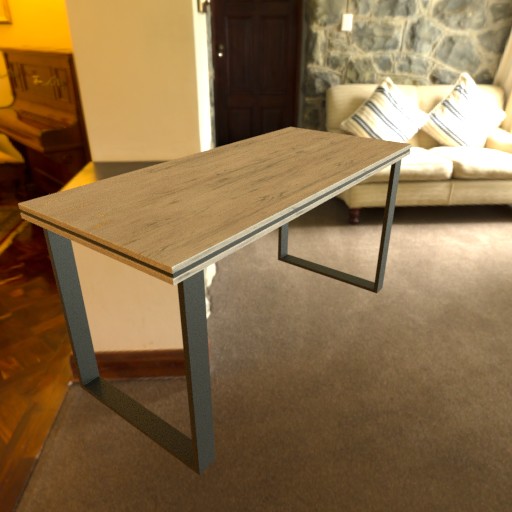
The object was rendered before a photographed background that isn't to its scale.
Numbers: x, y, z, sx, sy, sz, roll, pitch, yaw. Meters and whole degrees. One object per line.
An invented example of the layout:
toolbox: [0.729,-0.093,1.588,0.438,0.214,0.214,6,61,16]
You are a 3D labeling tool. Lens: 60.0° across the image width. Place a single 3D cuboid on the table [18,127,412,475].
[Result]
table: [0.000,0.000,2.210,0.795,0.899,1.778,19,33,33]
